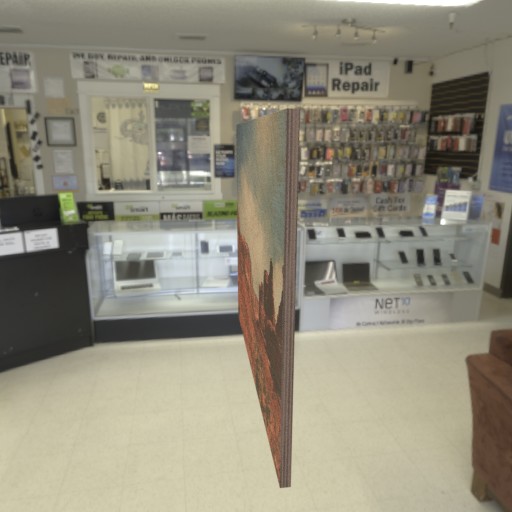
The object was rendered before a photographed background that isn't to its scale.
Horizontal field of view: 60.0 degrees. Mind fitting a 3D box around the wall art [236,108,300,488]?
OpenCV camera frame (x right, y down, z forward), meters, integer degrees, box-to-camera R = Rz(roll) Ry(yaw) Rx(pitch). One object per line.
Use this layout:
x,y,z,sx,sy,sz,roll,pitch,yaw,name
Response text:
0.000,0.000,0.690,0.013,0.406,0.508,-2,15,-7,wall art
